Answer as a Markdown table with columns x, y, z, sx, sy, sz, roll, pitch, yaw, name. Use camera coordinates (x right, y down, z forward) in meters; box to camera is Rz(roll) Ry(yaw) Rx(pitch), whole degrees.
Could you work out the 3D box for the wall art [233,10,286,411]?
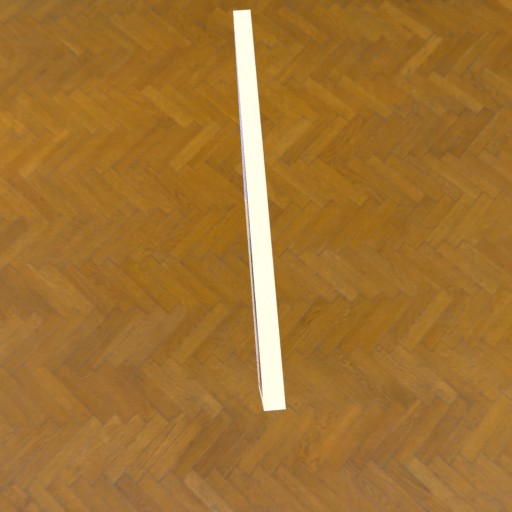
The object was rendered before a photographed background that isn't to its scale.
| x | y | z | sx | sy | sz | roll | pitch | yaw | name |
| --- | --- | --- | --- | --- | --- | --- | --- | --- | --- |
| 0.000 | 0.000 | 1.337 | 0.039 | 1.050 | 0.795 | -4 | 76 | -1 | wall art |
